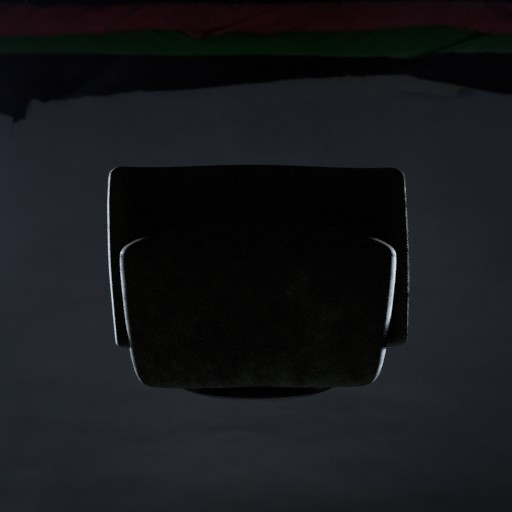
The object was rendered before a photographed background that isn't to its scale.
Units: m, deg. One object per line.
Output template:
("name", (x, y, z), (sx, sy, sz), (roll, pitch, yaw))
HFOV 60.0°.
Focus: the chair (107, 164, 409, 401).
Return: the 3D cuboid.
("chair", (0.000, 0.000, 1.383), (0.773, 0.698, 0.767), (0, 1, -1))
